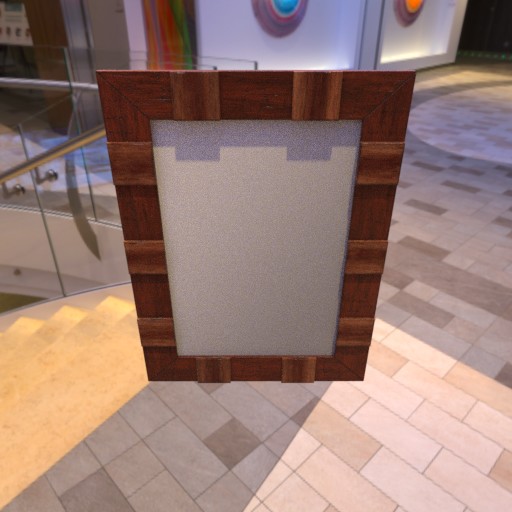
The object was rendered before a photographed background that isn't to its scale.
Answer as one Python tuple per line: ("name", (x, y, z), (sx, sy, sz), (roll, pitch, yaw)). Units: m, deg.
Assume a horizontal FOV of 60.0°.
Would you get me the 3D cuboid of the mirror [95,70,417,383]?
("mirror", (0.000, 0.000, 1.034), (0.600, 0.805, 0.021), (0, 30, 0))
